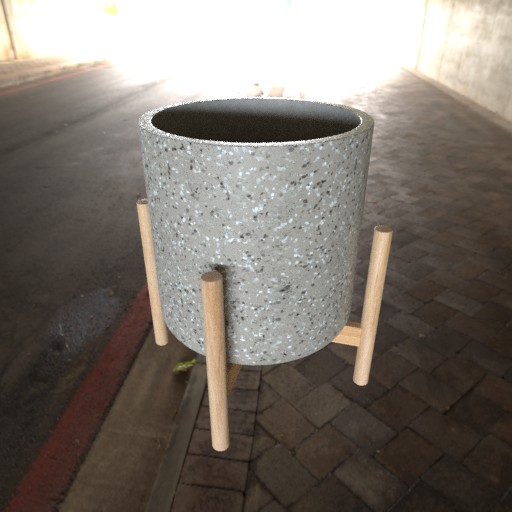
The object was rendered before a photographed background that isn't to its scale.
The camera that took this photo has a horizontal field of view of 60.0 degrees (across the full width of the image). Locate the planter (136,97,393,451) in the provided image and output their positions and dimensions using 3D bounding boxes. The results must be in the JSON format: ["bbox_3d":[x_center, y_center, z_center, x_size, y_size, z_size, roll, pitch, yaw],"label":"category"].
[{"bbox_3d":[0.000,0.000,0.683,0.360,0.419,0.360,21,35,33],"label":"planter"}]
